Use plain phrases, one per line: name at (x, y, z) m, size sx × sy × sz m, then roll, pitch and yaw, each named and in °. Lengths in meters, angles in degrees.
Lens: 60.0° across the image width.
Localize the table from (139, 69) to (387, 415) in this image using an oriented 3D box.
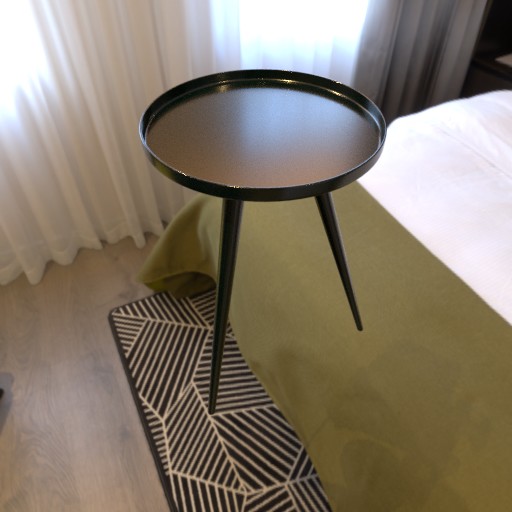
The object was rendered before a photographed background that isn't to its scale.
table at (0.000, 0.000, 0.848) m, size 0.403 × 0.548 × 0.415 m, roll 24°, pitch 49°, yaw 23°
